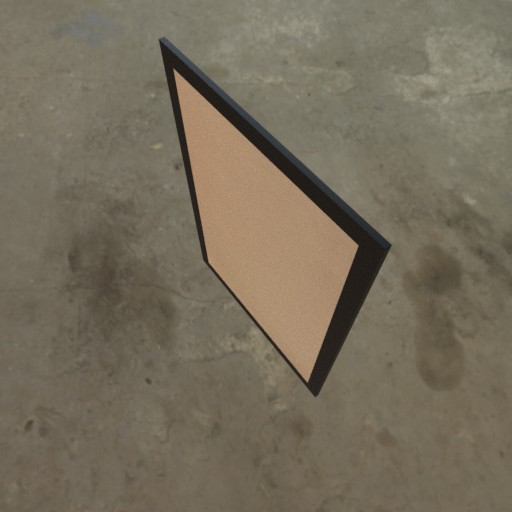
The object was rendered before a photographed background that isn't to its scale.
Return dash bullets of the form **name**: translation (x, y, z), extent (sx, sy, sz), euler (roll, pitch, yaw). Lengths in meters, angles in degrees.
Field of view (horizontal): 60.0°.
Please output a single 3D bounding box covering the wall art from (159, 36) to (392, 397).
- **wall art**: translation (0.000, 0.000, 0.688), extent (0.008, 0.530, 0.379), euler (-33, 65, -18)
